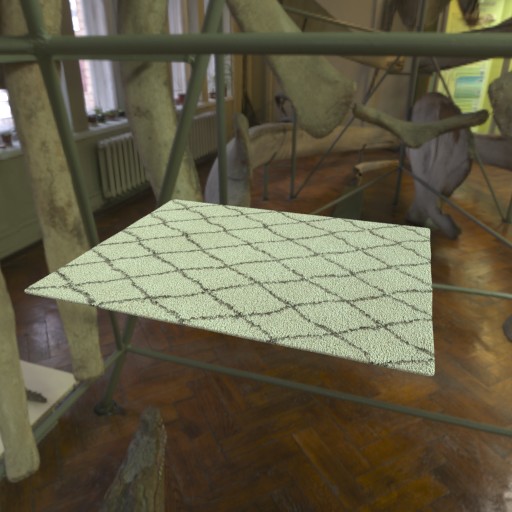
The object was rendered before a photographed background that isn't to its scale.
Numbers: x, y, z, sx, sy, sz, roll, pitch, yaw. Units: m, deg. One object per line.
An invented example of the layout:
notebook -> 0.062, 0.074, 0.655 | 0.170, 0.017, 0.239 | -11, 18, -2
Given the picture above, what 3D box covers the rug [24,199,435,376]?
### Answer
rug -> 0.000, 0.000, 4.081 | 3.047, 0.029, 2.438 | 8, 27, 17
